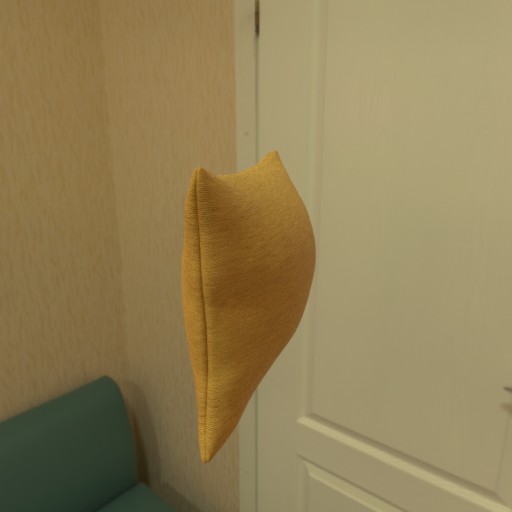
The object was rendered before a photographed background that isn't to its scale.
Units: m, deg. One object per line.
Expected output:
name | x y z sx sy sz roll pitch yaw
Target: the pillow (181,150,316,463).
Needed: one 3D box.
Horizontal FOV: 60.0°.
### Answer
pillow | 0.000 0.000 0.787 0.210 0.354 0.634 3 16 9
